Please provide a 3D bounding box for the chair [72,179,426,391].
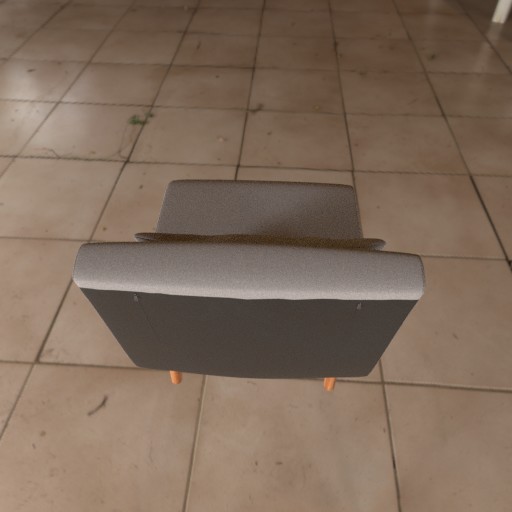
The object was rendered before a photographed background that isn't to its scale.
[{"bbox_3d":[0.000,0.000,1.512,0.770,0.808,0.902,2,47,2],"label":"chair"}]
